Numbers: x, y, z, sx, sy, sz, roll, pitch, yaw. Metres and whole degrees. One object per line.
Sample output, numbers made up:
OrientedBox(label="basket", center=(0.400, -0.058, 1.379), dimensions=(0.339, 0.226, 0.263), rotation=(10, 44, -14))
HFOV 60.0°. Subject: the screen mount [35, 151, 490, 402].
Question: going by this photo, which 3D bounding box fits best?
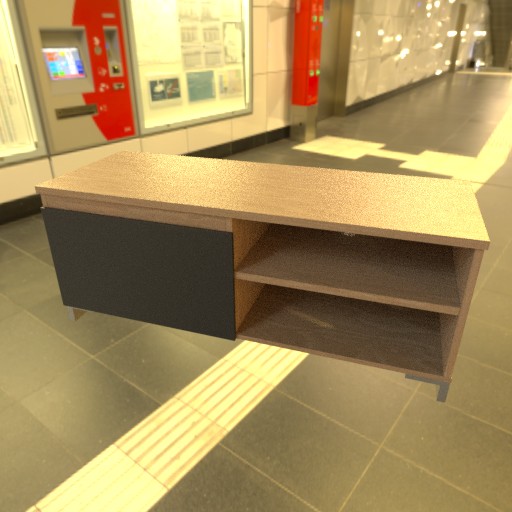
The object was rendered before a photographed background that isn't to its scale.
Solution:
OrientedBox(label="screen mount", center=(0.000, 0.000, 1.273), dimensions=(1.084, 0.432, 0.406), rotation=(9, 28, 16))
